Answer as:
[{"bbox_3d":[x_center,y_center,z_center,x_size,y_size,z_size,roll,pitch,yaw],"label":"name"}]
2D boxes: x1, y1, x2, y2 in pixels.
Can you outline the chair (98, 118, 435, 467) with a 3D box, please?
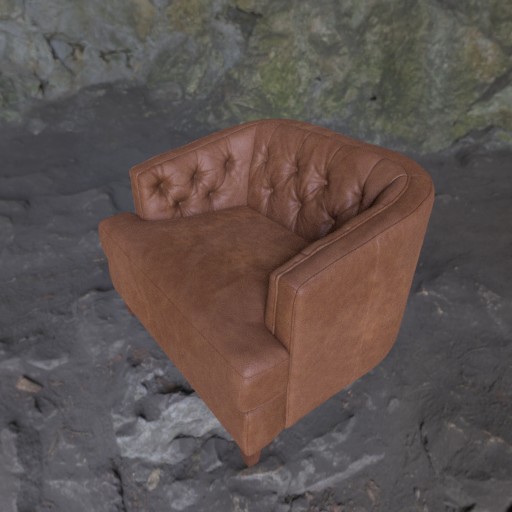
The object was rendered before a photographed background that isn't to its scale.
[{"bbox_3d":[0.000,0.000,1.763,0.911,0.836,1.119,-21,37,-30],"label":"chair"}]
